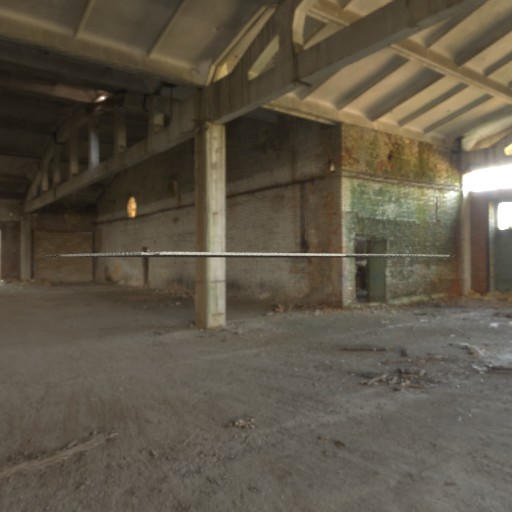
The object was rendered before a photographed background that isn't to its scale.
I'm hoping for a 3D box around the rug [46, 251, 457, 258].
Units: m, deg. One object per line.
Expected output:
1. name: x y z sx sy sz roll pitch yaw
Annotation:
1. rug: 0.000 0.000 3.019 2.312 0.013 1.600 0 -1 -37
